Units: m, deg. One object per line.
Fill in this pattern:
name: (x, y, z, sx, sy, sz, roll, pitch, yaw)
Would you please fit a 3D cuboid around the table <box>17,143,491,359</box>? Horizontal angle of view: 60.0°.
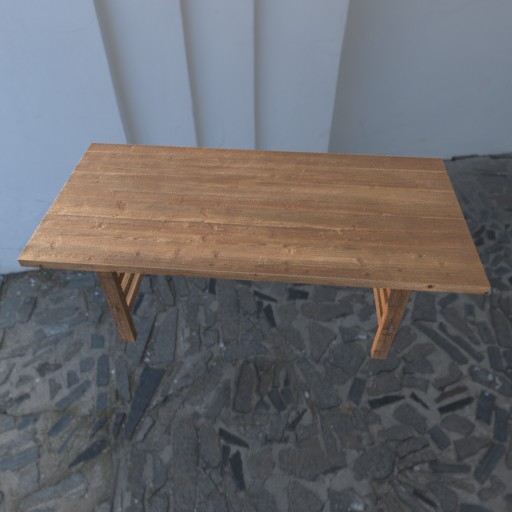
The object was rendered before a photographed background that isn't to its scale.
table: (0.000, 0.000, 2.468, 2.003, 0.760, 0.952, 3, 46, 3)
